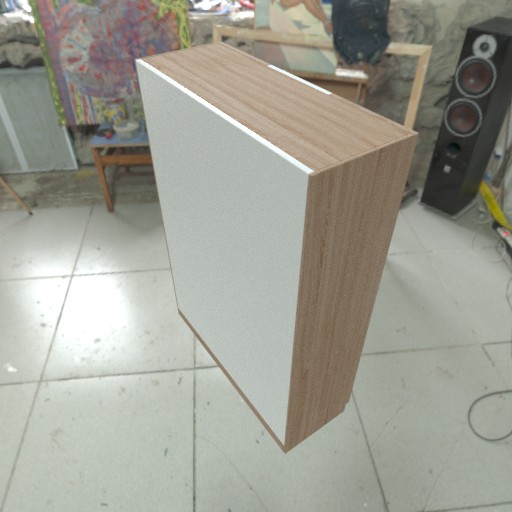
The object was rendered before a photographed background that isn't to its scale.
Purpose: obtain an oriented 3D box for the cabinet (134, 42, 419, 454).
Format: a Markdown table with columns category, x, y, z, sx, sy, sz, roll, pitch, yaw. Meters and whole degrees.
| category | x | y | z | sx | sy | sz | roll | pitch | yaw |
| --- | --- | --- | --- | --- | --- | --- | --- | --- | --- |
| cabinet | 0.000 | 0.000 | 2.818 | 0.590 | 2.120 | 1.500 | -25 | 47 | -26 |
